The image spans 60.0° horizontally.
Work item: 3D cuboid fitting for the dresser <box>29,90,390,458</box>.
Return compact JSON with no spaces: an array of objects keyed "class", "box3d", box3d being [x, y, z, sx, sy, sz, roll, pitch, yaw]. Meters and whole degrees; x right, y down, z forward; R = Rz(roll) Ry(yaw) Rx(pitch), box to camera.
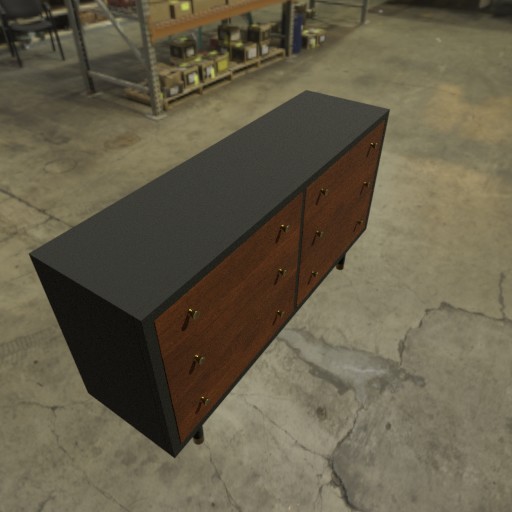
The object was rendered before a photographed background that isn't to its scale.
[{"class":"dresser","box3d":[0.000,0.000,1.902,0.463,0.872,1.558,24,45,26]}]
